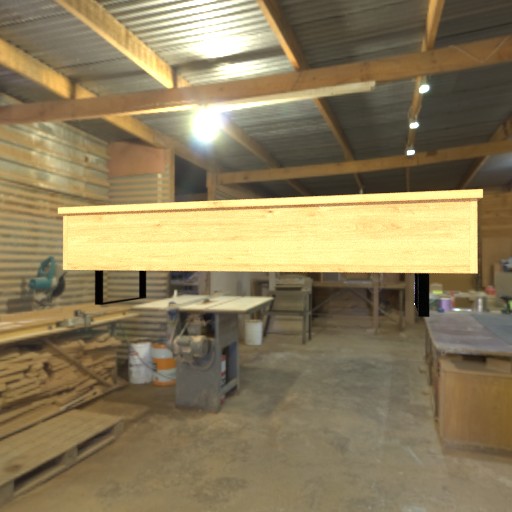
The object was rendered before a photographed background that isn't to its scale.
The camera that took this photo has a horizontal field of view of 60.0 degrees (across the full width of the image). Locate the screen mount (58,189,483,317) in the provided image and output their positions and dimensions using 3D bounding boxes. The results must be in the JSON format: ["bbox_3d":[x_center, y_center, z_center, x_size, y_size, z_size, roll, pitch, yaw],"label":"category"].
[{"bbox_3d":[0.000,0.000,1.919,1.700,0.430,0.450,0,0,18],"label":"screen mount"}]
